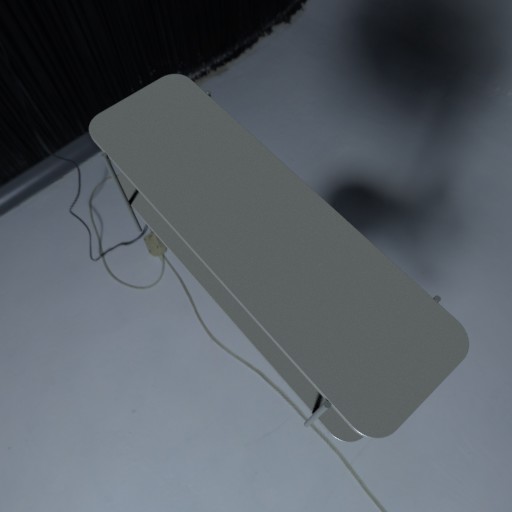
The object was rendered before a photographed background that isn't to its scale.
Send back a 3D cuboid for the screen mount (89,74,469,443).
[{"bbox_3d":[0.000,0.000,1.394,0.400,0.447,1.200,-38,70,-17],"label":"screen mount"}]
